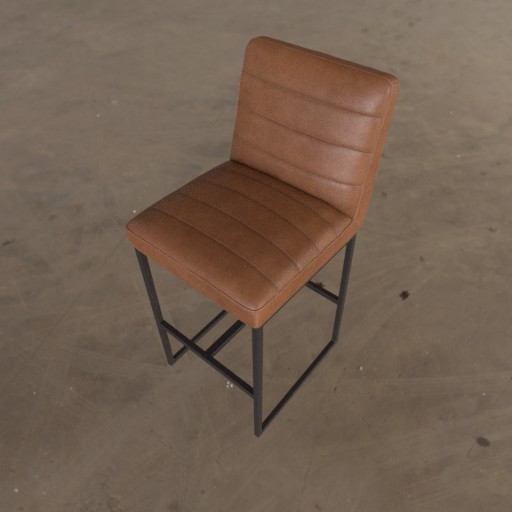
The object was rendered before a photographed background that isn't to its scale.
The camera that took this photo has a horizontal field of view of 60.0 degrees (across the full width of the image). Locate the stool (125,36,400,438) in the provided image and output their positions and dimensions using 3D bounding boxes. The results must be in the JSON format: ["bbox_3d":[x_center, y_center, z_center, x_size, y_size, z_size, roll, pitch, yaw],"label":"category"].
[{"bbox_3d":[0.000,0.000,1.325,0.458,1.040,0.556,31,53,26],"label":"stool"}]
